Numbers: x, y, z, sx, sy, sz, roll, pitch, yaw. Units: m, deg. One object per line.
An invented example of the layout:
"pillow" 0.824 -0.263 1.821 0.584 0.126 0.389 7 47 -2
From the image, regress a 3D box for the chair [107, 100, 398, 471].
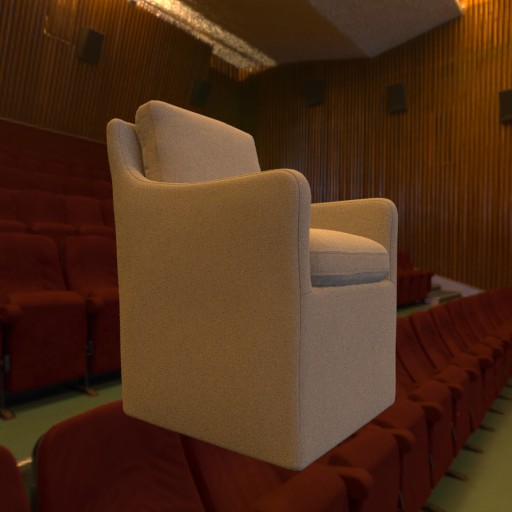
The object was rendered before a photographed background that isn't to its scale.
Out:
"chair" 0.000 0.000 1.341 0.694 0.914 0.626 -1 -1 37
